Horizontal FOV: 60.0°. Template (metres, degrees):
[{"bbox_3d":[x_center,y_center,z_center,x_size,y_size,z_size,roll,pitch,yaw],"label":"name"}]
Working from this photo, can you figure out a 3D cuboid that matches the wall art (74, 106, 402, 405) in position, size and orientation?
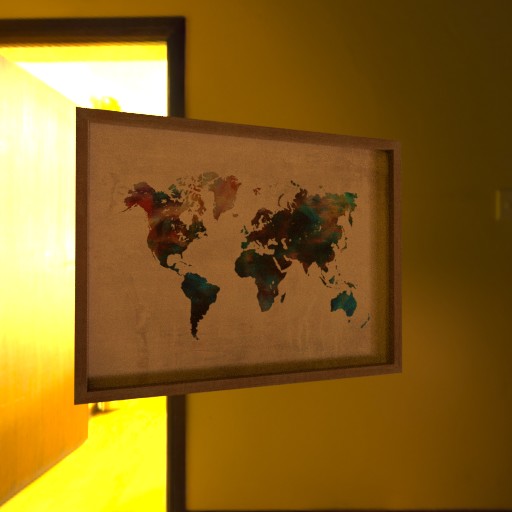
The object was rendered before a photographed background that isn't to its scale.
[{"bbox_3d":[0.000,0.000,1.746,1.320,1.009,0.070,0,-1,-19],"label":"wall art"}]
